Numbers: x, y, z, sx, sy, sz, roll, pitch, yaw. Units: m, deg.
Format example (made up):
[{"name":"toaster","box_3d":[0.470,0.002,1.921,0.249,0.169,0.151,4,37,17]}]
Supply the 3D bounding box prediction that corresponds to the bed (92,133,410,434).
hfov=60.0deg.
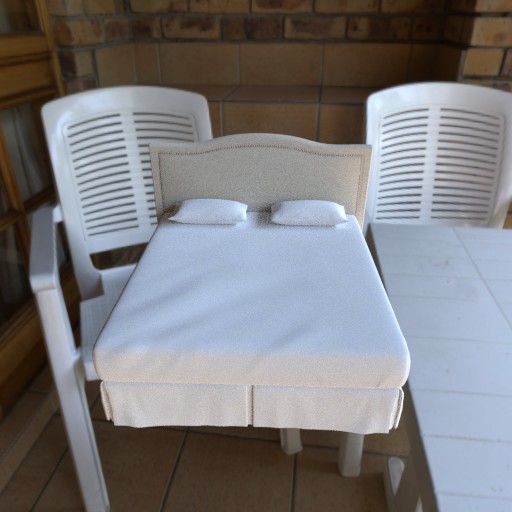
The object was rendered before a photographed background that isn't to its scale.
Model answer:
[{"name":"bed","box_3d":[0.000,0.000,3.505,2.083,1.421,2.182,1,29,2]}]
